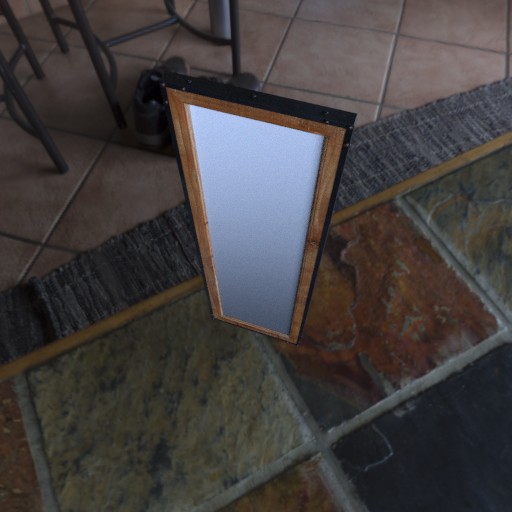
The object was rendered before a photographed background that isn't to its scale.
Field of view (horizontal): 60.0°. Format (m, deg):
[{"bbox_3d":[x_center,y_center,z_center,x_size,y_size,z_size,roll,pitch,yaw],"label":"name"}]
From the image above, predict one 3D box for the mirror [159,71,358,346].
[{"bbox_3d":[0.000,0.000,1.221,0.354,1.080,0.042,16,61,9],"label":"mirror"}]
